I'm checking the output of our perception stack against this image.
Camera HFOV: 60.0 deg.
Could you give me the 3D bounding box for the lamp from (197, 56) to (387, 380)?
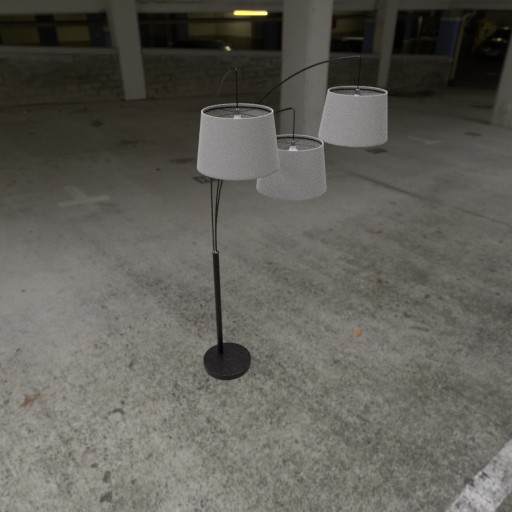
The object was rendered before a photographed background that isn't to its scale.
[{"bbox_3d":[0.000,0.000,2.351,0.951,1.950,0.924,-21,36,-32],"label":"lamp"}]
